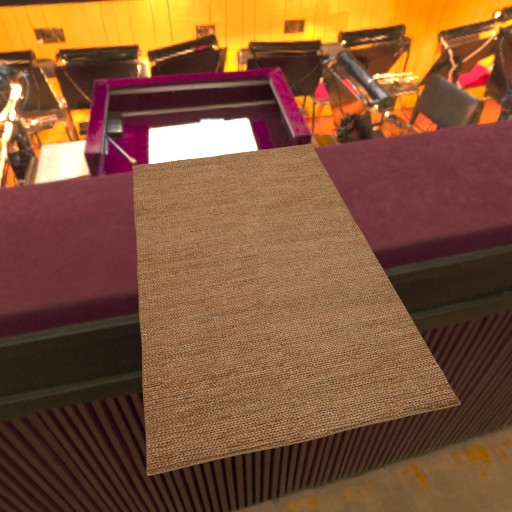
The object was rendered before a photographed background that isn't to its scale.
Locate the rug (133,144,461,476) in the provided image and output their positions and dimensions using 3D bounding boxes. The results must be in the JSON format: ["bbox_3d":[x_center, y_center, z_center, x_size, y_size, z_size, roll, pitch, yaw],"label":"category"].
[{"bbox_3d":[0.000,0.000,2.890,1.521,0.034,2.438,-9,46,-9],"label":"rug"}]
